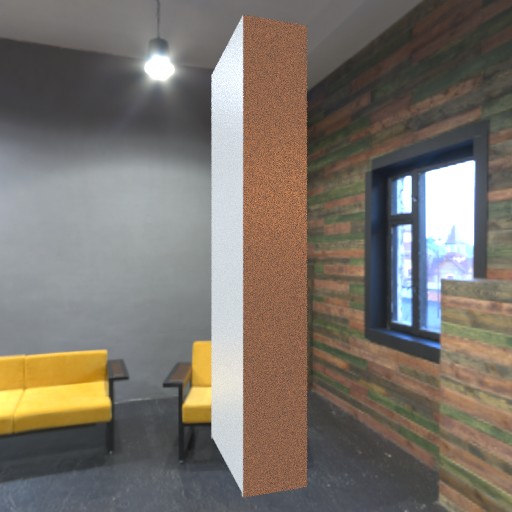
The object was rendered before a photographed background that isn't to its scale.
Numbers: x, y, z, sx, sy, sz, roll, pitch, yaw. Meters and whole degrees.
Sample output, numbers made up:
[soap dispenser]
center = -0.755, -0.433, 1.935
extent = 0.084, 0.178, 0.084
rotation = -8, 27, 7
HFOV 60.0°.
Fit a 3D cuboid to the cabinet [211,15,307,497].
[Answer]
[cabinet]
center = 0.000, 0.000, 1.782
extent = 0.255, 1.630, 0.520
rotation = 0, 0, -17
